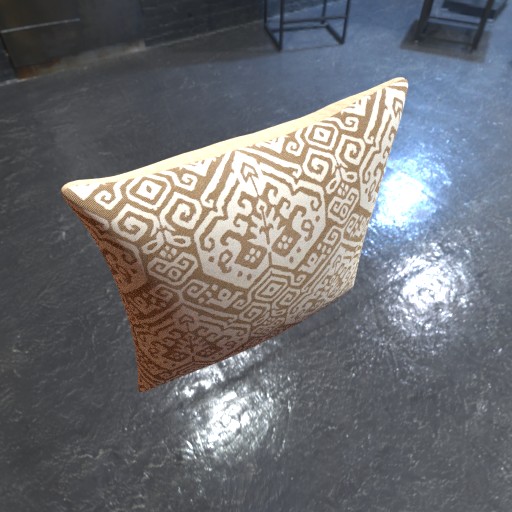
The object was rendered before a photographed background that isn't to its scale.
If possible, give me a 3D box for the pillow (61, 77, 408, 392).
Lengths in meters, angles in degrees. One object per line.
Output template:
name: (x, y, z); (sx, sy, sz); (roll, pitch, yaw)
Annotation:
pillow: (0.000, 0.000, 0.612); (0.419, 0.407, 0.173); (-24, 52, -20)
